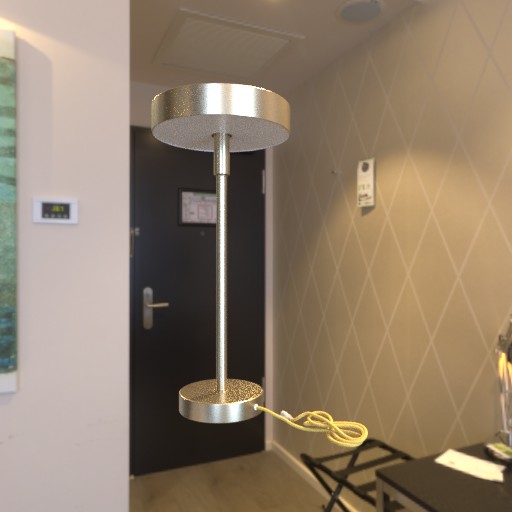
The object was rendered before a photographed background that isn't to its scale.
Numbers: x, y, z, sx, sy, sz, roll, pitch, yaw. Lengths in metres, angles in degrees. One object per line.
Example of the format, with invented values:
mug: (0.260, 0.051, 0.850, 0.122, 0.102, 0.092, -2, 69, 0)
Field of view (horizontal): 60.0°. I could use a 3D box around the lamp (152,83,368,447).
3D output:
lamp: (0.000, 0.000, 0.701, 0.369, 0.508, 0.229, 0, 0, 35)
